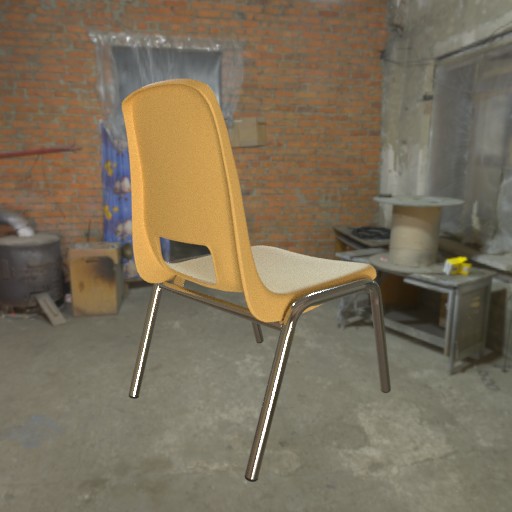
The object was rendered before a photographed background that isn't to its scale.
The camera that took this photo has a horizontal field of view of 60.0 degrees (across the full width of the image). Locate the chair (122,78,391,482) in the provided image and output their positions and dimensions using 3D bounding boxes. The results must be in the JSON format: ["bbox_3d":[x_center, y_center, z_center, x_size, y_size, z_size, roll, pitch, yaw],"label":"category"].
[{"bbox_3d":[0.000,0.000,0.779,0.354,0.536,0.385,12,17,43],"label":"chair"}]
